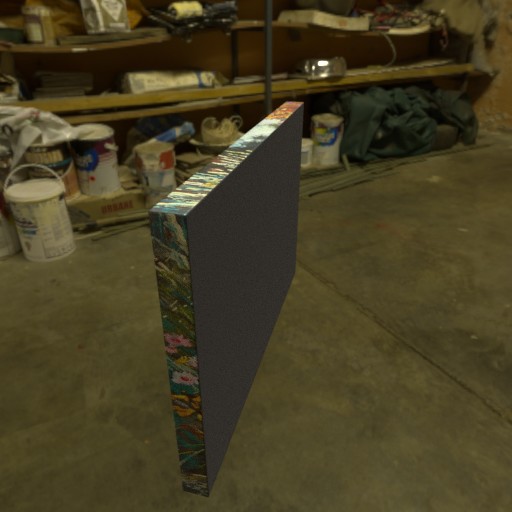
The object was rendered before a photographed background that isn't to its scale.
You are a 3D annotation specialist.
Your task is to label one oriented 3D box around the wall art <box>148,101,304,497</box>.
[{"bbox_3d":[0.000,0.000,0.755,0.037,0.406,0.610,7,29,13],"label":"wall art"}]
